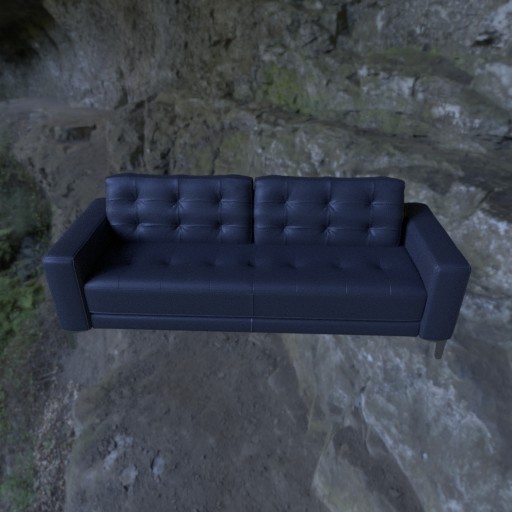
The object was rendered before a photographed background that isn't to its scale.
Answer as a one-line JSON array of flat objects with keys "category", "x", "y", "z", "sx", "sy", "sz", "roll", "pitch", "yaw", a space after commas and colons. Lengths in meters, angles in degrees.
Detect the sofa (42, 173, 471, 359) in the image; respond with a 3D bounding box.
[{"category": "sofa", "x": 0.000, "y": 0.000, "z": 2.732, "sx": 2.275, "sy": 0.893, "sz": 0.833, "roll": 1, "pitch": 30, "yaw": 2}]
